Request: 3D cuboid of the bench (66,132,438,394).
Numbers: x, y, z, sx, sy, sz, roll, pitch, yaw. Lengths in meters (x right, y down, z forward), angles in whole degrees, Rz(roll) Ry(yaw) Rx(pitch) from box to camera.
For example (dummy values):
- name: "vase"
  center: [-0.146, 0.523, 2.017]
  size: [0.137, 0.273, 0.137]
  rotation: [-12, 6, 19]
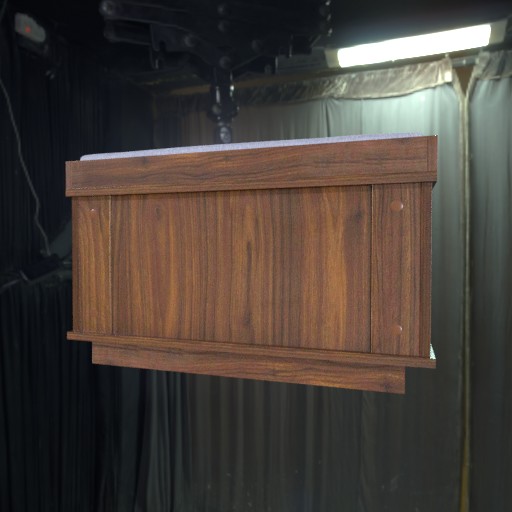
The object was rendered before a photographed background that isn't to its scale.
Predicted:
- name: "bench"
  center: [0.000, 0.000, 1.005]
  size: [0.734, 0.461, 0.362]
  rotation: [0, 1, 18]
